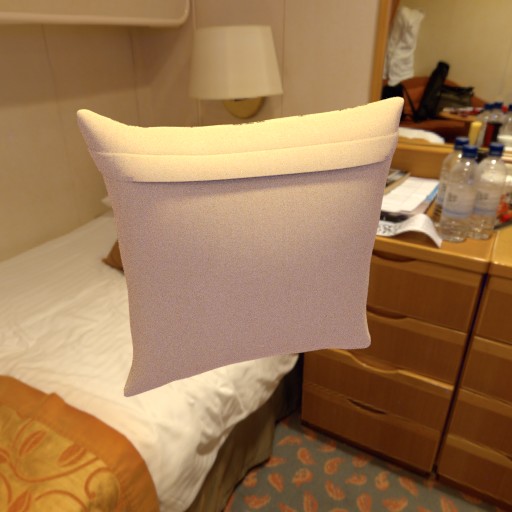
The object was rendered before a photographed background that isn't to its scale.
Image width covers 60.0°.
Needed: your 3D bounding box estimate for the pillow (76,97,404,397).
[{"bbox_3d":[0.000,0.000,0.614,0.405,0.406,0.173,-8,28,-15],"label":"pillow"}]
